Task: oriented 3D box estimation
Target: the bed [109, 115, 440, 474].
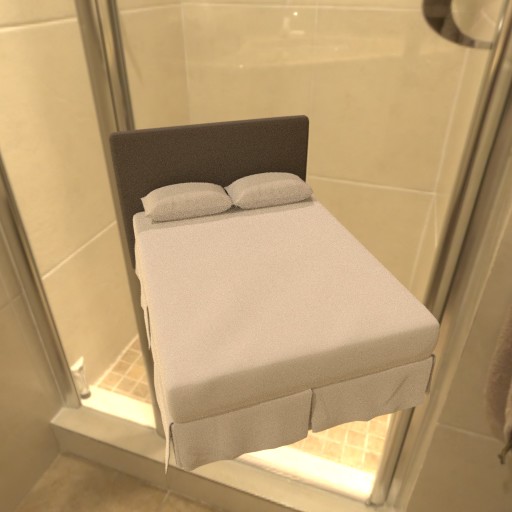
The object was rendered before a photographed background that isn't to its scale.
[{"bbox_3d":[0.000,0.000,3.132,1.723,1.330,2.142,-10,34,-15],"label":"bed"}]
